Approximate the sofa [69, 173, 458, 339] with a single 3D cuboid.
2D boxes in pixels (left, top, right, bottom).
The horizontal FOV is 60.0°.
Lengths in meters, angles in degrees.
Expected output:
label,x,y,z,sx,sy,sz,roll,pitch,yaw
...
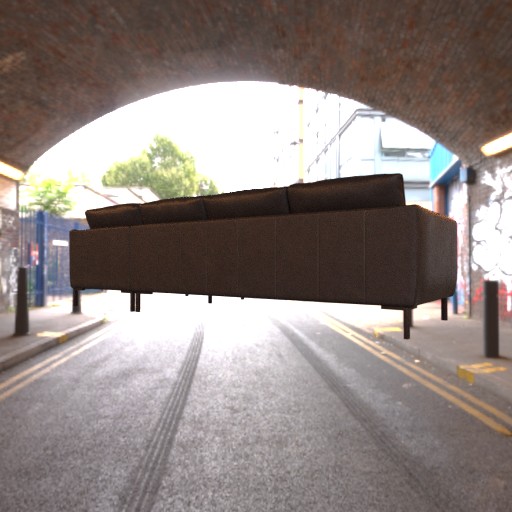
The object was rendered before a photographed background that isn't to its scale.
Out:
label,x,y,z,sx,sy,sz,roll,pitch,yaw
sofa,0.000,0.000,3.579,2.993,0.859,1.471,-1,-1,36
